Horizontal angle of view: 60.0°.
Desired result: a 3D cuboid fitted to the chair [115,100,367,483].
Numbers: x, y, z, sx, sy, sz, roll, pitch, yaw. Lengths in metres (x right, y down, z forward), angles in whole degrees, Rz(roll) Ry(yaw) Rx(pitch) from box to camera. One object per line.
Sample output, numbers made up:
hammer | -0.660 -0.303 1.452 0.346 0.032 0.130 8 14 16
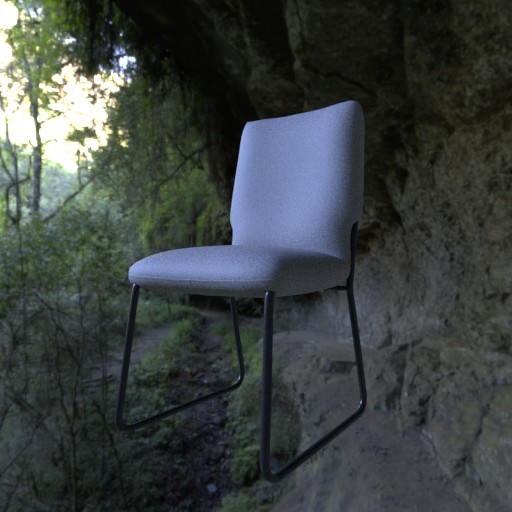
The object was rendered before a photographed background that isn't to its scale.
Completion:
chair | 0.000 0.000 1.151 0.448 0.864 0.560 0 0 35
